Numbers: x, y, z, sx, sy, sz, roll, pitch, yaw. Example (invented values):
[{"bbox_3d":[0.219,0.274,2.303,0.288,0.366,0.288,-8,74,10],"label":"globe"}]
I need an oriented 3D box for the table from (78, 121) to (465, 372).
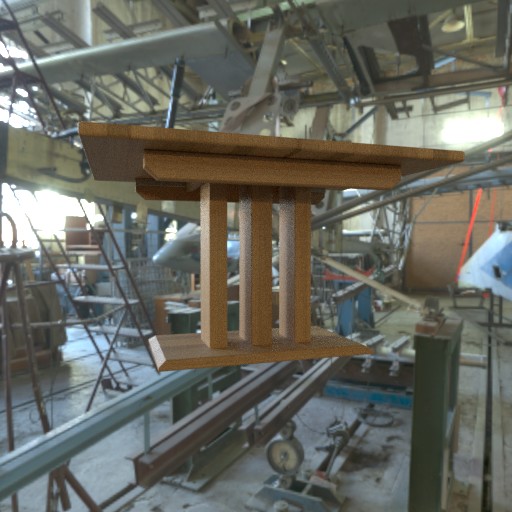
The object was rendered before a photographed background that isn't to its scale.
[{"bbox_3d":[0.000,0.000,1.838,1.300,0.770,0.900,0,1,-17],"label":"table"}]
